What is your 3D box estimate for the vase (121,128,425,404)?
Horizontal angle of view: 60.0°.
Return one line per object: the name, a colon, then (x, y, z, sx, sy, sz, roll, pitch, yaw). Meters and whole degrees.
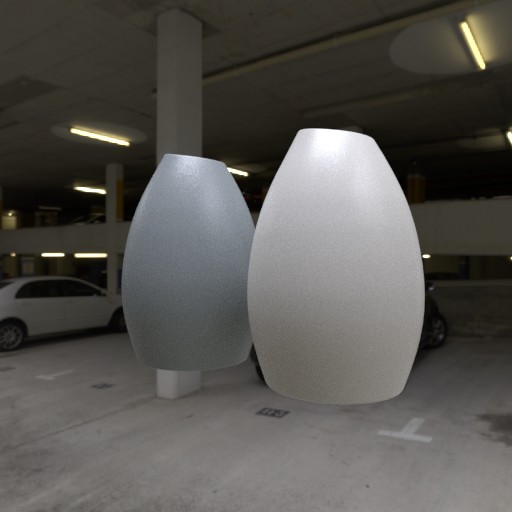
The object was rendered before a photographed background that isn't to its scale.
vase: (0.000, 0.000, 0.258, 0.187, 0.131, 0.089, 0, 1, 35)
